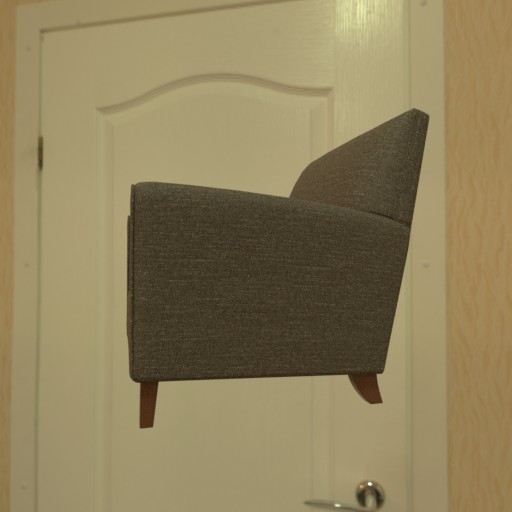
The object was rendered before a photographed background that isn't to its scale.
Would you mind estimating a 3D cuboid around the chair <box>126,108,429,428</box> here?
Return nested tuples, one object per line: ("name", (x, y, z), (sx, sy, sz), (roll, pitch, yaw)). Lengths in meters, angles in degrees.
("chair", (0.000, 0.000, 1.574), (0.875, 0.885, 0.838), (0, -1, -17))
